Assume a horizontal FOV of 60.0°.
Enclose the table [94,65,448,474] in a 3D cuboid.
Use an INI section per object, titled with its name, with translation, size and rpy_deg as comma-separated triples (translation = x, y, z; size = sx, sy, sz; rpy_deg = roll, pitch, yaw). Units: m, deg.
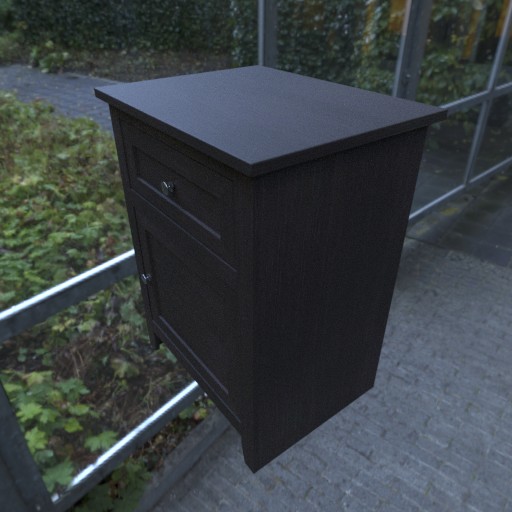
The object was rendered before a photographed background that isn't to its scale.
[table]
translation = 0.000, 0.000, 0.919
size = 0.381, 0.635, 0.480
rpy_deg = -22, 39, -31
